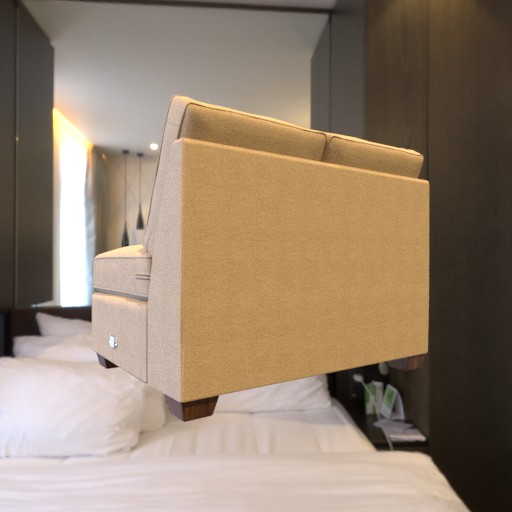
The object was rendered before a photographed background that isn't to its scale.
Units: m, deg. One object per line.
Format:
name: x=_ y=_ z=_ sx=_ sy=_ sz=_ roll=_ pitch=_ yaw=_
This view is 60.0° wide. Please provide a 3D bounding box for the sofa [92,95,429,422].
sofa: x=0.000 y=0.000 z=2.024 sx=1.232 sy=1.006 sz=0.978 roll=0 pitch=-1 yaw=-35
